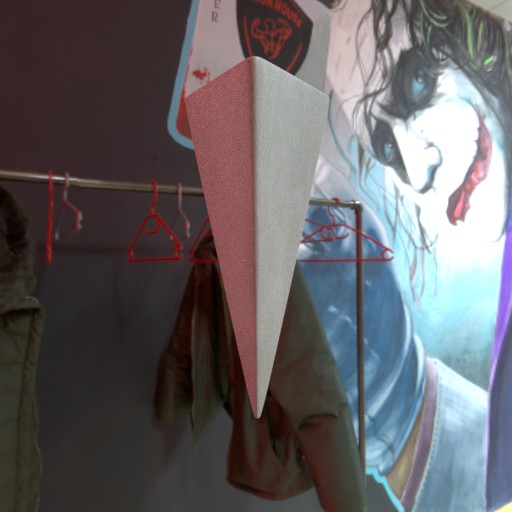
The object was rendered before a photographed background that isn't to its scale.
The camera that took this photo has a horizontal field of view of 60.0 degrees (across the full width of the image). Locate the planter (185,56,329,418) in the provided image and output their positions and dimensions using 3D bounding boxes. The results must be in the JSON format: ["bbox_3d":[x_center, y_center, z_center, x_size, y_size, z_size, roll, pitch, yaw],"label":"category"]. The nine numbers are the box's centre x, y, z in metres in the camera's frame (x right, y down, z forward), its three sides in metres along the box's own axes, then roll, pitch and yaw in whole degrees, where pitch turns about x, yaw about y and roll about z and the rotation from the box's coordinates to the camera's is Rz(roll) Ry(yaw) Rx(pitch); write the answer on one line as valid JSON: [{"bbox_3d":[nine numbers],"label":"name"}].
[{"bbox_3d":[0.000,0.000,0.158,0.058,0.130,0.047,0,-1,1],"label":"planter"}]
